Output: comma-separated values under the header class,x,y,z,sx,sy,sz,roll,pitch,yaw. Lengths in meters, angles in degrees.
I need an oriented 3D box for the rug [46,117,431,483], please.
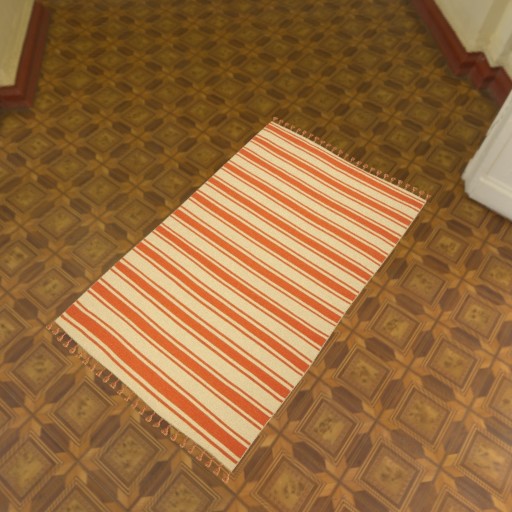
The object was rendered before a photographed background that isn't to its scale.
class,x,y,z,sx,sy,sz,roll,pitch,yaw
rug,0.000,0.000,2.588,1.232,0.017,2.092,33,63,19
